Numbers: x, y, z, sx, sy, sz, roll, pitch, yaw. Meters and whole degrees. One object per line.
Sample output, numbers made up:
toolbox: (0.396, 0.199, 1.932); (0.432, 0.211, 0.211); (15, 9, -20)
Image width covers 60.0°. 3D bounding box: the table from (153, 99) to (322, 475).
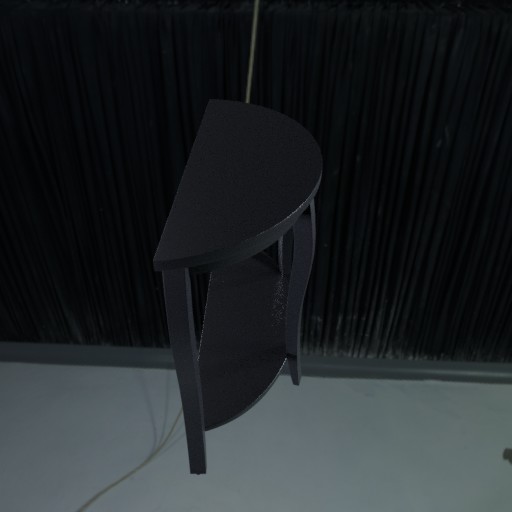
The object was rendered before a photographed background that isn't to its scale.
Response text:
table: (0.000, 0.000, 1.573); (0.394, 0.780, 1.219); (0, 33, 0)
